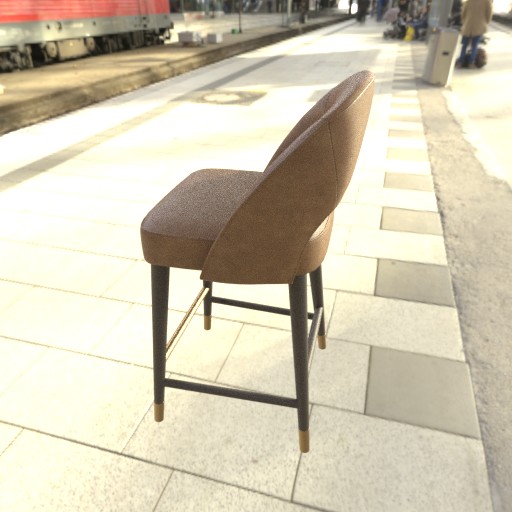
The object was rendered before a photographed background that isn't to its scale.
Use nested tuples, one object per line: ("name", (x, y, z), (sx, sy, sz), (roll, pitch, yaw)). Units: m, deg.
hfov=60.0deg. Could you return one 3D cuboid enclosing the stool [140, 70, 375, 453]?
("stool", (0.000, 0.000, 1.201), (0.509, 0.940, 0.494), (7, 31, 12))
